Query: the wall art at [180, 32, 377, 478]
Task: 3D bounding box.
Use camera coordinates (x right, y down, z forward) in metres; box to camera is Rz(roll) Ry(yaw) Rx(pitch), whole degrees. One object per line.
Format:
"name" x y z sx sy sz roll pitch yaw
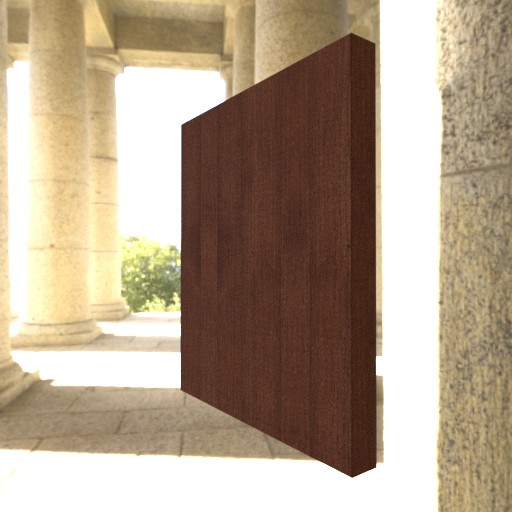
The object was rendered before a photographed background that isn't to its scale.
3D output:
"wall art" 0.000 0.000 0.610 0.039 0.449 0.377 0 -1 -36
